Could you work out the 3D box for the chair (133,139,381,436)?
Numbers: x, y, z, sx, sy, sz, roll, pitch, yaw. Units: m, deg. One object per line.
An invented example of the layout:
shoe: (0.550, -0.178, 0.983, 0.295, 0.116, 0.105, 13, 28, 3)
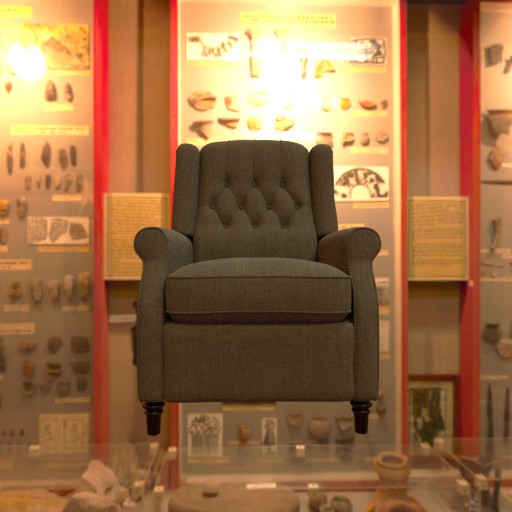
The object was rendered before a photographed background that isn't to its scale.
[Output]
chair: (0.000, 0.000, 1.646, 0.742, 1.035, 0.898, 0, 1, -1)
